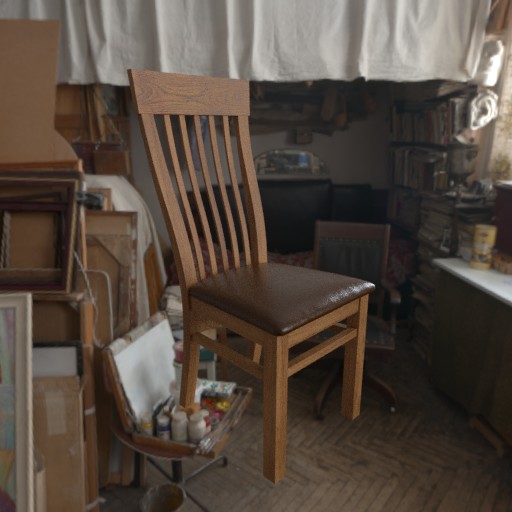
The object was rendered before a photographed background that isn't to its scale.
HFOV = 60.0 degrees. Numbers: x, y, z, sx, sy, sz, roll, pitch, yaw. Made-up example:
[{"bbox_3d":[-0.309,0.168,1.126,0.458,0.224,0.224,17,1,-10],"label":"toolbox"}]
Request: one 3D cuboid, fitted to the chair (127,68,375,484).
[{"bbox_3d":[0.000,0.000,1.334,0.580,1.050,0.450,16,23,42],"label":"chair"}]
